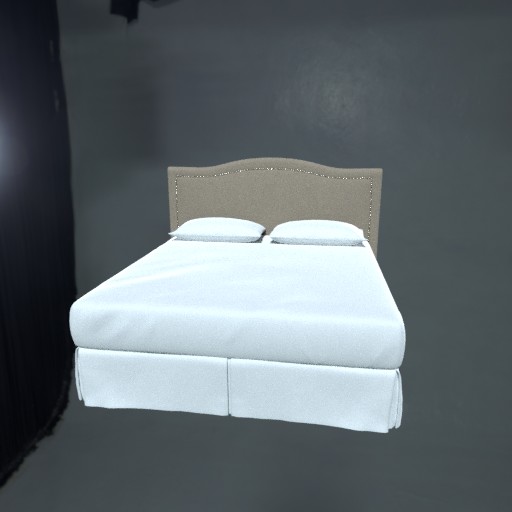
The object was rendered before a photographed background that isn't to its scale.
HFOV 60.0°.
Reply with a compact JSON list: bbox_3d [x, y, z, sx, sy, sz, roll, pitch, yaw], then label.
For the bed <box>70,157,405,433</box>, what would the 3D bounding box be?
[{"bbox_3d":[0.000,0.000,3.445,2.083,1.421,2.182,2,15,8],"label":"bed"}]
